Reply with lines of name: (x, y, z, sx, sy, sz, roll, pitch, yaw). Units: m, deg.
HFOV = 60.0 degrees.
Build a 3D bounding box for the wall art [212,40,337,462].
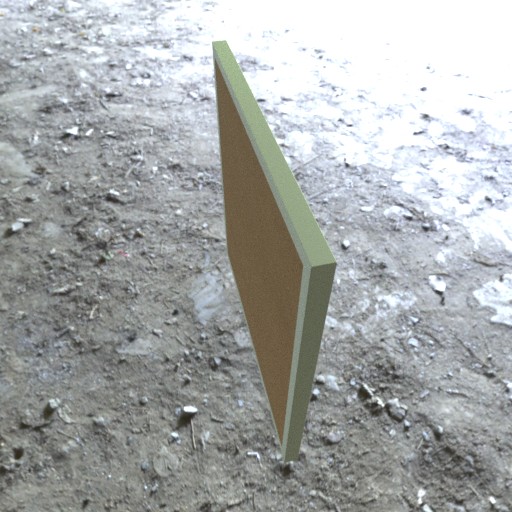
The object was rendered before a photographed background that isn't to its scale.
wall art: (0.000, 0.000, 1.116, 0.036, 0.760, 0.760, -10, 48, -9)
